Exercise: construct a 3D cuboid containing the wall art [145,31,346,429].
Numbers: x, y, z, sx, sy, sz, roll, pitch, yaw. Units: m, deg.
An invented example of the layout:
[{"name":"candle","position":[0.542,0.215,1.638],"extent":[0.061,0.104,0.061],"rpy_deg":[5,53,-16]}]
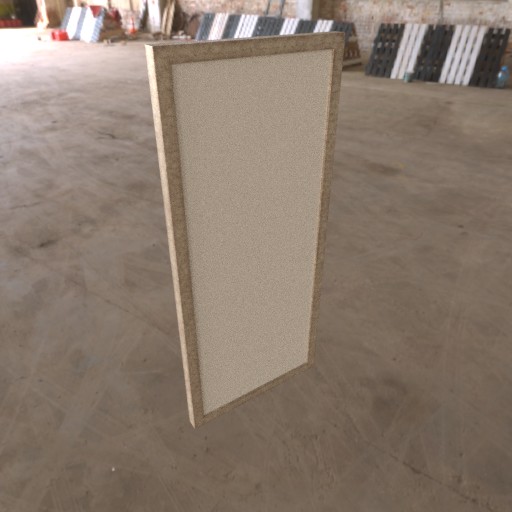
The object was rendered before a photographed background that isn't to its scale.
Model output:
[{"name":"wall art","position":[0.000,0.000,1.646],"extent":[0.648,1.461,0.051],"rpy_deg":[-19,37,-28]}]
